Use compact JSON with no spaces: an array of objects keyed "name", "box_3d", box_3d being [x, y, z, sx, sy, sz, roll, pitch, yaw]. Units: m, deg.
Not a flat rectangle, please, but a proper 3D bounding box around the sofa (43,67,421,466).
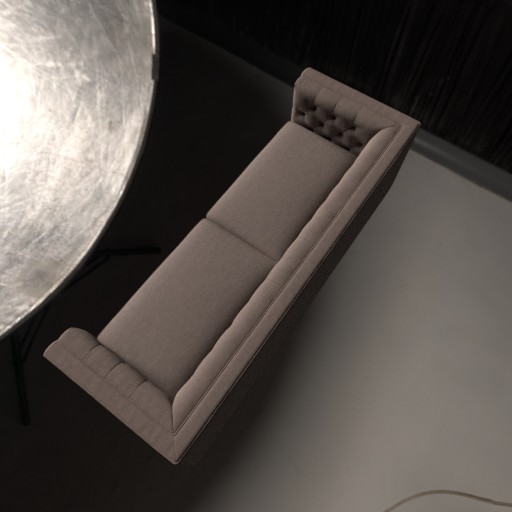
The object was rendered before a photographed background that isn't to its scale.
[{"name":"sofa","box_3d":[0.000,0.000,2.558,0.775,0.762,2.159,33,69,15]}]
